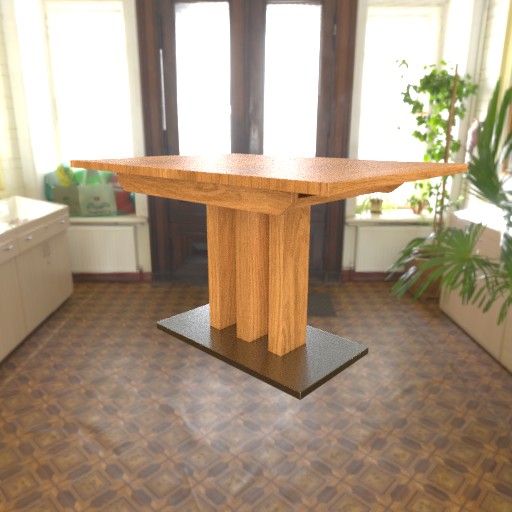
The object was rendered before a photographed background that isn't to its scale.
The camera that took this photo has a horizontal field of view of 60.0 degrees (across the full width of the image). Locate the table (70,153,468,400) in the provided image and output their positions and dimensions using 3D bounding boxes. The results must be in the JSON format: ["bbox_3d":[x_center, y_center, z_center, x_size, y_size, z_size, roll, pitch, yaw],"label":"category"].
[{"bbox_3d":[0.000,0.000,1.848,1.300,0.770,0.900,14,21,41],"label":"table"}]
